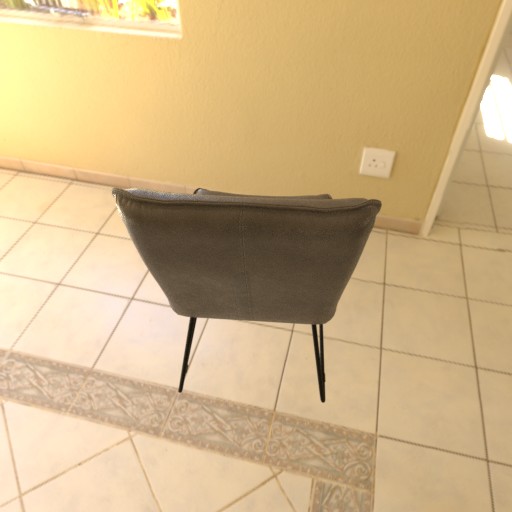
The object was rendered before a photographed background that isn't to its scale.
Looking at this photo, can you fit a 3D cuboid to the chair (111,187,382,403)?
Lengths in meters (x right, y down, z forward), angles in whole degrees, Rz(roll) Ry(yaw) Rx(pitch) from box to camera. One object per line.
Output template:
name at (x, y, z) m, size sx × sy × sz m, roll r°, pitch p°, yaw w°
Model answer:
chair at (0.000, 0.000, 1.351) m, size 0.515 × 0.932 × 0.688 m, roll 3°, pitch 46°, yaw 3°
